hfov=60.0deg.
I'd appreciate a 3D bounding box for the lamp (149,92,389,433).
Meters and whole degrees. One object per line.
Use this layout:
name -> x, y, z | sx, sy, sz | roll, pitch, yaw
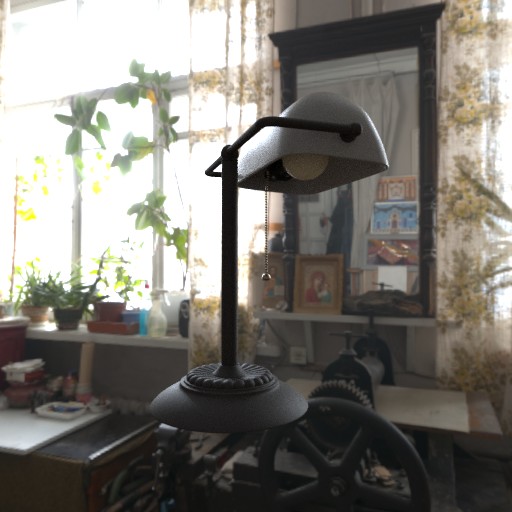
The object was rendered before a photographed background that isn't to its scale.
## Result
lamp -> 0.000, 0.000, 0.521 | 0.243, 0.339, 0.264 | 0, -1, -18
